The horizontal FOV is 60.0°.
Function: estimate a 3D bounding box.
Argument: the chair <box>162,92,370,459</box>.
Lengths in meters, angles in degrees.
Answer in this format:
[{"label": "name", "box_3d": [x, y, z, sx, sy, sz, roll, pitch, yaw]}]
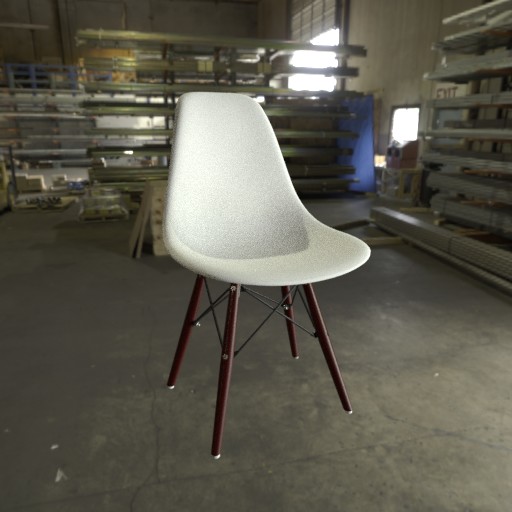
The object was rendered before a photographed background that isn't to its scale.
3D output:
[{"label": "chair", "box_3d": [0.000, 0.000, 1.143, 0.470, 0.826, 0.533, -8, 18, -25]}]
